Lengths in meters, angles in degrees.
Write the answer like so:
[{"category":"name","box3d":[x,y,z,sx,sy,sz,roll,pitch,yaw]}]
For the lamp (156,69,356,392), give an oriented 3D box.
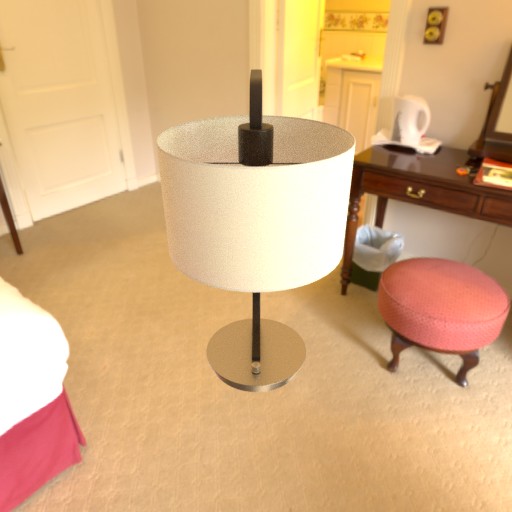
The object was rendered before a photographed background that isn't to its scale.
[{"category":"lamp","box3d":[0.000,0.000,0.633,0.230,0.473,0.288,0,29,0]}]
